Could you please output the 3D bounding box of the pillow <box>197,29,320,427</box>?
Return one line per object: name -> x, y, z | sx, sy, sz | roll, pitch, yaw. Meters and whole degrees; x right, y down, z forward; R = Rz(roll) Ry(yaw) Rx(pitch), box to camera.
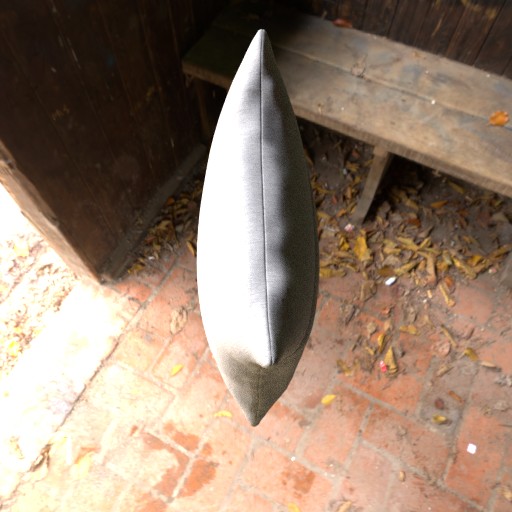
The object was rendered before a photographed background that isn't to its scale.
pillow -> 0.000, 0.000, 0.662 | 0.173, 0.436, 0.433 | -1, 62, 0
